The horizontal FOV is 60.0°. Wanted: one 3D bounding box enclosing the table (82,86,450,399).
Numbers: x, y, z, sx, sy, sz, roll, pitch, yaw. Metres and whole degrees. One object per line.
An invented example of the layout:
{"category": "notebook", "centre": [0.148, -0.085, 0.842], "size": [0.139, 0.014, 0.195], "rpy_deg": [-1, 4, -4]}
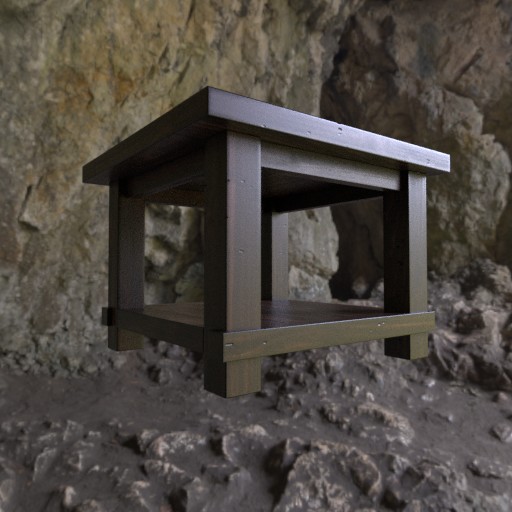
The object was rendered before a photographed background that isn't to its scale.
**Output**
{"category": "table", "centre": [0.000, 0.000, 1.008], "size": [0.606, 0.437, 0.593], "rpy_deg": [1, -2, -37]}
